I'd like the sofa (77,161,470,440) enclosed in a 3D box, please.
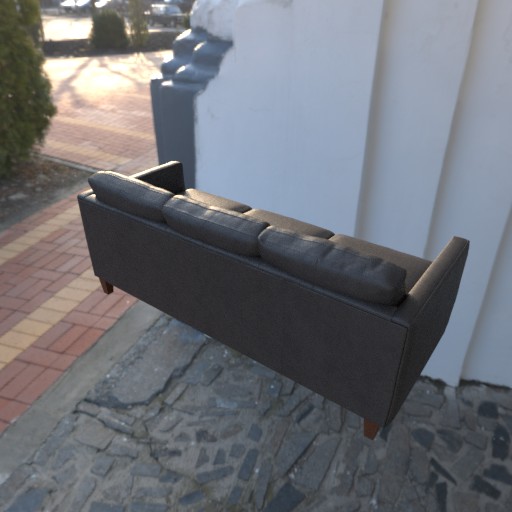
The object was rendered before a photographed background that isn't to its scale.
[{"bbox_3d":[0.000,0.000,3.038,2.464,1.006,1.045,21,36,31],"label":"sofa"}]
